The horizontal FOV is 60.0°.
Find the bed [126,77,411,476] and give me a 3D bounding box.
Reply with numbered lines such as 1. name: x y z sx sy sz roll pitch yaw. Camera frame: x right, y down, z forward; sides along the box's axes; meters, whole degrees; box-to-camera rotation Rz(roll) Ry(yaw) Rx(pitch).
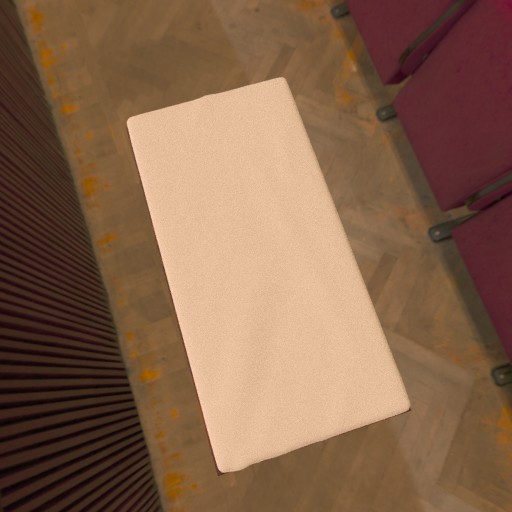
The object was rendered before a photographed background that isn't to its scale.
1. bed: 0.000 0.000 2.264 0.940 0.312 1.860 -17 75 -5
